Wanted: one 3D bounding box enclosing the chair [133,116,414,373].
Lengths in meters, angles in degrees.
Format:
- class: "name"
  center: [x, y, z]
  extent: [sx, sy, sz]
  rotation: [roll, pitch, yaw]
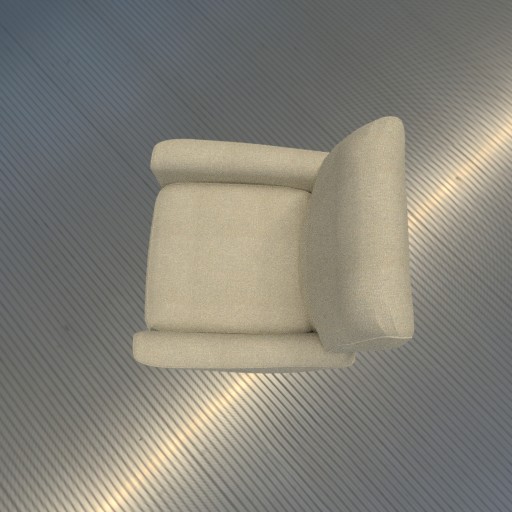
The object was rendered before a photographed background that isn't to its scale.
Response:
- class: "chair"
  center: [0.000, 0.000, 1.655]
  extent: [0.853, 1.006, 0.850]
  rotation: [2, 76, 0]
